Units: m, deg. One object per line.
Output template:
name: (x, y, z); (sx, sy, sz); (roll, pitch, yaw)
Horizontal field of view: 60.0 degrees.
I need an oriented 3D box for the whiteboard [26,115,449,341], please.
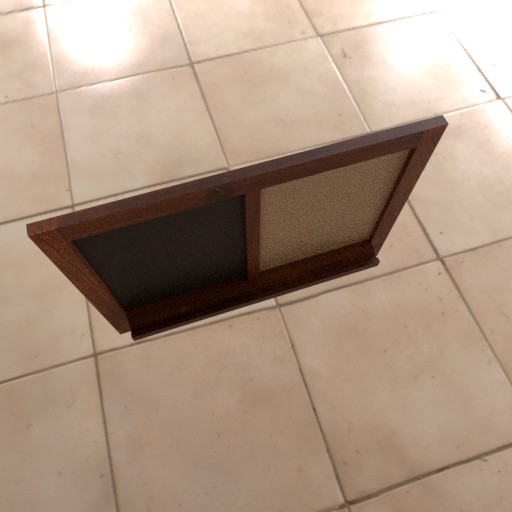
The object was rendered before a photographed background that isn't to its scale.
whiteboard: (0.000, 0.000, 1.012); (0.768, 0.553, 0.083); (-16, 64, -8)
